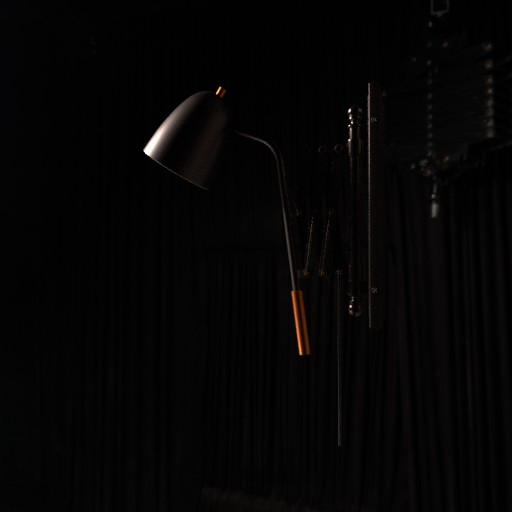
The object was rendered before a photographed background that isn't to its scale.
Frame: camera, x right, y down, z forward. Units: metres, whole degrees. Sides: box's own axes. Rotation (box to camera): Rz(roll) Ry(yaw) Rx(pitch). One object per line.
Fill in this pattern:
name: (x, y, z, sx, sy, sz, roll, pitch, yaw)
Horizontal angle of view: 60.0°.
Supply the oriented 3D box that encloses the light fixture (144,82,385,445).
light fixture: (0.000, 0.000, 0.908, 0.499, 0.715, 0.162, 0, -1, 19)
